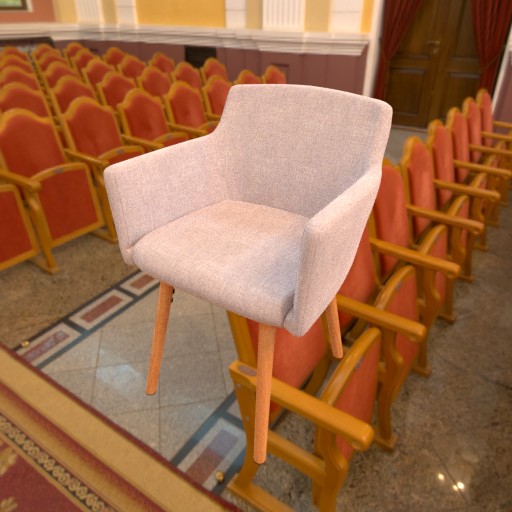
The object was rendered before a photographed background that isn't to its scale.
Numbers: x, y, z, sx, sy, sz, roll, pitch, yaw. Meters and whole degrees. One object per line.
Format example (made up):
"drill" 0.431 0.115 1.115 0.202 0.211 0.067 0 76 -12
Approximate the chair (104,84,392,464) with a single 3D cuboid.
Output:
"chair" 0.000 0.000 1.161 0.570 0.780 0.540 19 35 29
